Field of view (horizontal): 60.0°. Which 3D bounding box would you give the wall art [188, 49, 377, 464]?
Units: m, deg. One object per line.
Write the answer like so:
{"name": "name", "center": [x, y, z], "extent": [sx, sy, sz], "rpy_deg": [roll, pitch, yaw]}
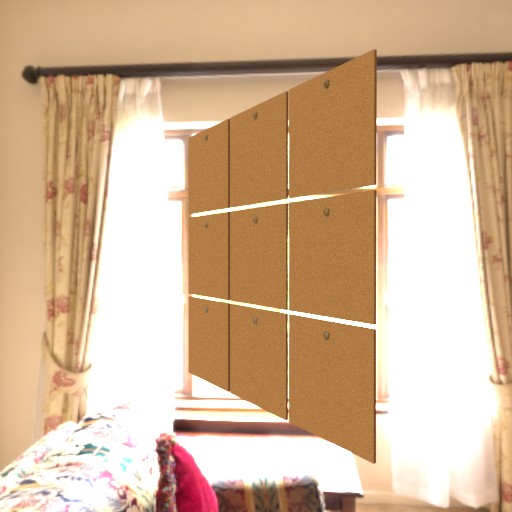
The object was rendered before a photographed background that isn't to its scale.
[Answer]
{"name": "wall art", "center": [0.000, 0.000, 2.266], "extent": [0.019, 1.532, 1.533], "rpy_deg": [0, 0, -35]}
